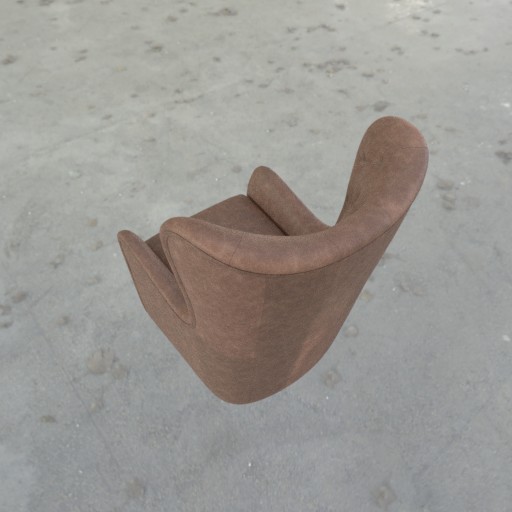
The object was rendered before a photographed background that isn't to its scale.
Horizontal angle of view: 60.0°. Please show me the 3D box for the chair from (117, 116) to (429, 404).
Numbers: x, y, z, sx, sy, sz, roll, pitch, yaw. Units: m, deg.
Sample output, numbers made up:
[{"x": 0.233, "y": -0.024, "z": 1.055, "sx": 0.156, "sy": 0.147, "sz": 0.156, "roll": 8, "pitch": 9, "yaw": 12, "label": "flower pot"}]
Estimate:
[{"x": 0.000, "y": 0.000, "z": 1.702, "sx": 0.831, "sy": 1.079, "sz": 0.930, "roll": -30, "pitch": 53, "yaw": -26, "label": "chair"}]
